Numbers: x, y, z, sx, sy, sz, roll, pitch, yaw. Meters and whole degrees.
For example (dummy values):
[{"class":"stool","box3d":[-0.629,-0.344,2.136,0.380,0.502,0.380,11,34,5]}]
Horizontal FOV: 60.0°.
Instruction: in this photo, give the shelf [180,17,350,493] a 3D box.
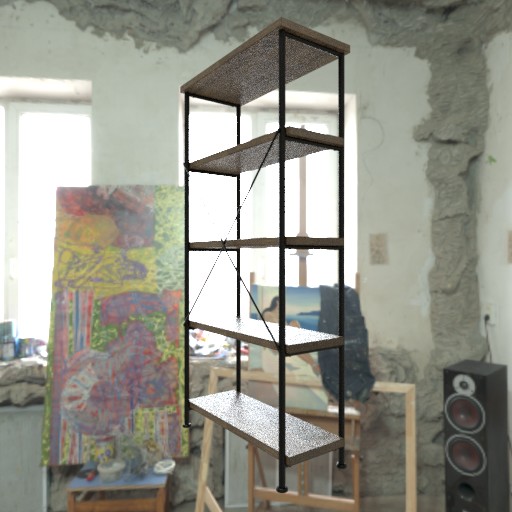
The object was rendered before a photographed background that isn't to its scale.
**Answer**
[{"class":"shelf","box3d":[0.000,0.000,2.005,0.360,1.700,0.800,0,0,-36]}]
